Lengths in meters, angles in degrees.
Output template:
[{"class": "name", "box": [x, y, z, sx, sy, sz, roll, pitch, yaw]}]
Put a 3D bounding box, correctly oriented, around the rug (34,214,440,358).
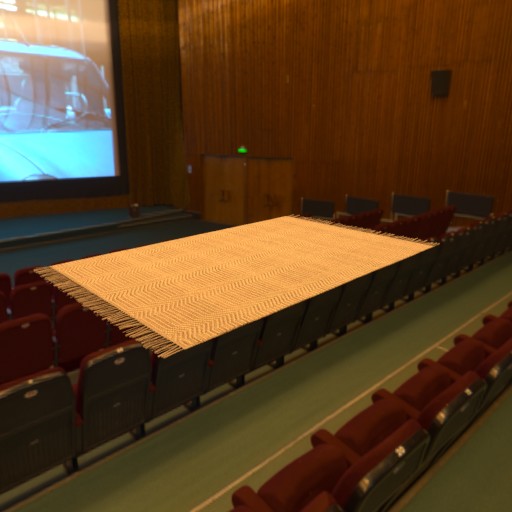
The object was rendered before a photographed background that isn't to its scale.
[{"class": "rug", "box": [0.000, 0.000, 2.512, 2.021, 0.027, 1.224, -16, 23, -41]}]
